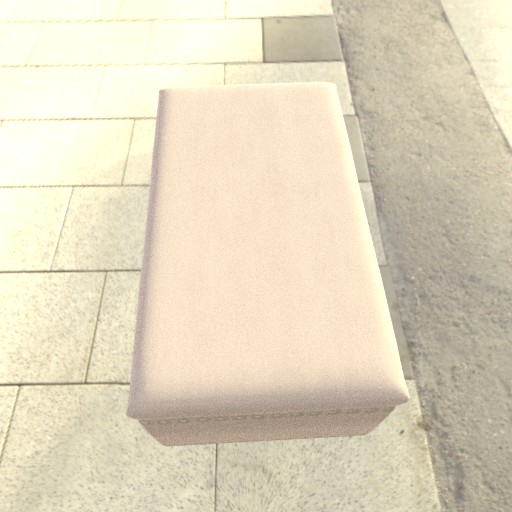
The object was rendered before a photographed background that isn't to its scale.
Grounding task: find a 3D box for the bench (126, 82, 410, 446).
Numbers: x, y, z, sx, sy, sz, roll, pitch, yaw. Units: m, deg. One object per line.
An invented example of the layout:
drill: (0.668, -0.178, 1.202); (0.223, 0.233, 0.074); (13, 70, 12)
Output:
bench: (0.000, 0.000, 1.172); (0.500, 0.449, 0.887); (-3, 57, -2)
